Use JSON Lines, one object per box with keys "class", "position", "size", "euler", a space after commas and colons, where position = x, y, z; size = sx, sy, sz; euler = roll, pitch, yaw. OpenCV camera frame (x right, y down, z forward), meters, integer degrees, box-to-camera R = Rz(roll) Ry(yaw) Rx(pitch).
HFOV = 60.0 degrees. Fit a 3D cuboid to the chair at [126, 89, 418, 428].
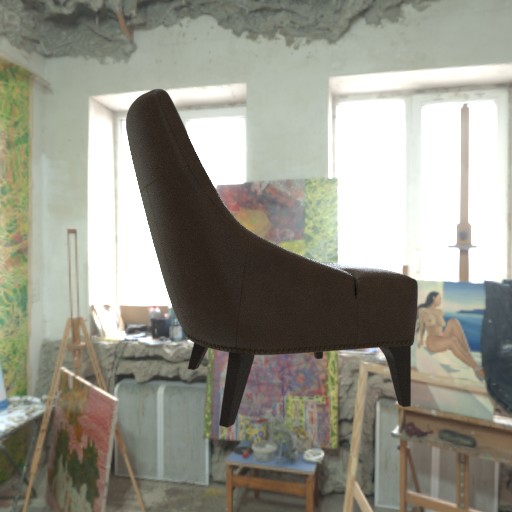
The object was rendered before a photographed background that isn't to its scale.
{"class": "chair", "position": [0.000, 0.000, 1.534], "size": [0.861, 0.909, 0.701], "euler": [0, 1, -17]}
